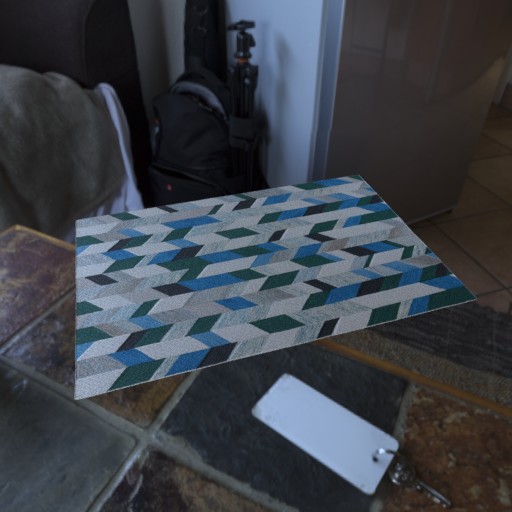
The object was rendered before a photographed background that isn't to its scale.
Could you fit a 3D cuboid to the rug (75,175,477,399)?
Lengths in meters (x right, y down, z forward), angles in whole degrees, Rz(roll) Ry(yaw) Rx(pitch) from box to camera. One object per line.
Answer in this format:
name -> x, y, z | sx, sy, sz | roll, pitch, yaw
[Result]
rug -> 0.000, 0.000, 2.345 | 1.827, 0.005, 1.229 | -11, 42, -13
